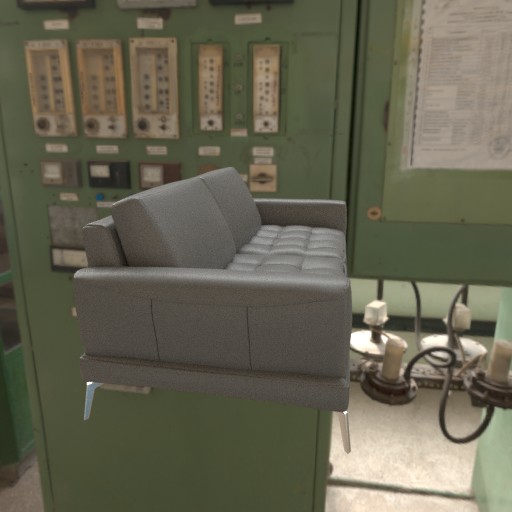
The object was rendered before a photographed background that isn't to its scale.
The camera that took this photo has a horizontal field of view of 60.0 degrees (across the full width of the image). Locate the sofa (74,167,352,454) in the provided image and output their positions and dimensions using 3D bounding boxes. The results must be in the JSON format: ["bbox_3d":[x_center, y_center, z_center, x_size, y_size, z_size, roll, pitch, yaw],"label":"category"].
[{"bbox_3d":[0.000,0.000,2.643,1.121,0.930,2.177,3,16,10],"label":"sofa"}]
